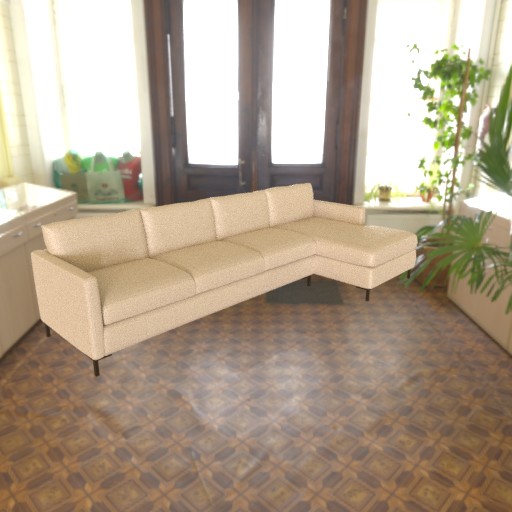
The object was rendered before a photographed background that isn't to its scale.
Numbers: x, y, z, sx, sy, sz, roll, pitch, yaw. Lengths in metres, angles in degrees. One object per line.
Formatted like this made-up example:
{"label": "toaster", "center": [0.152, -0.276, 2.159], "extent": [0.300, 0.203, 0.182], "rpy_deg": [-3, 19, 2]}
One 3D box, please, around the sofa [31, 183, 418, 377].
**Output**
{"label": "sofa", "center": [0.000, 0.000, 3.255], "extent": [1.258, 0.755, 2.731], "rpy_deg": [16, 23, 42]}
